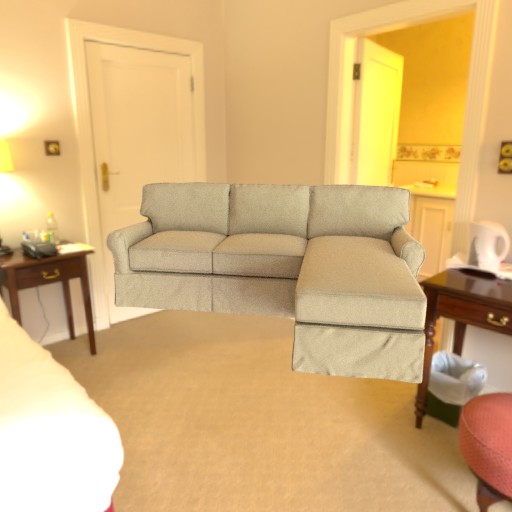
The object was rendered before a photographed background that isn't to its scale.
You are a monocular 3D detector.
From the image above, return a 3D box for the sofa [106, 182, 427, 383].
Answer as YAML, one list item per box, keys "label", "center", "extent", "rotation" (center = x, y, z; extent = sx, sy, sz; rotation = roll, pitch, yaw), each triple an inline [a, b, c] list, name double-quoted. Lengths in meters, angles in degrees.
- label: "sofa"
  center: [0.000, 0.000, 3.396]
  extent: [2.475, 0.978, 1.733]
  rotation: [2, 15, 9]
